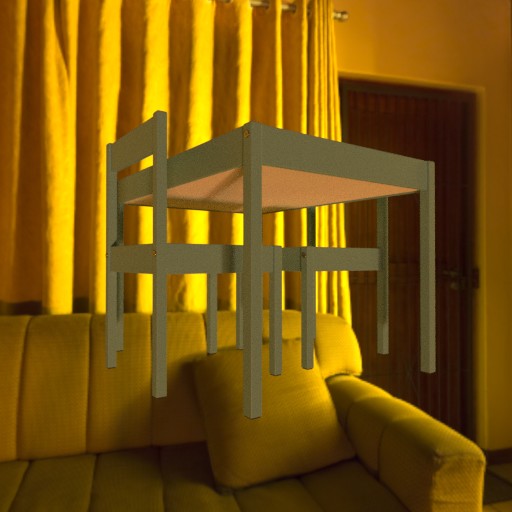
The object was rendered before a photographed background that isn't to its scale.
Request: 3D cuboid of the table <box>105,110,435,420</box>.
[{"bbox_3d":[0.000,0.000,1.067,0.633,0.503,0.639,0,-1,-36],"label":"table"}]
